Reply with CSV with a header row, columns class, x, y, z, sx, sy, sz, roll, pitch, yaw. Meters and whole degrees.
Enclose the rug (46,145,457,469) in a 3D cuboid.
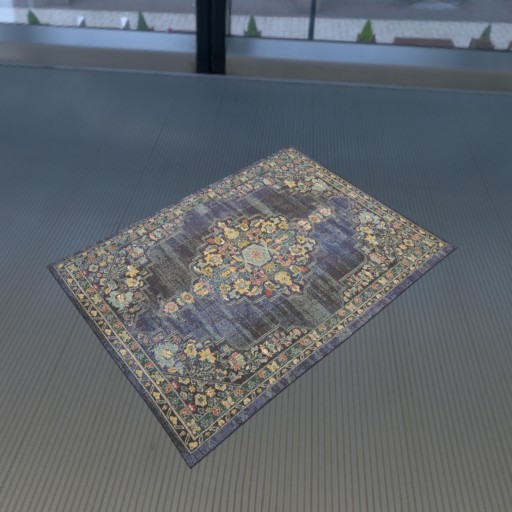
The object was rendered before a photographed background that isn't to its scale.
class,x,y,z,sx,sy,sz,roll,pitch,yaw
rug,0.000,0.000,4.846,3.612,0.035,2.716,-32,54,-26
